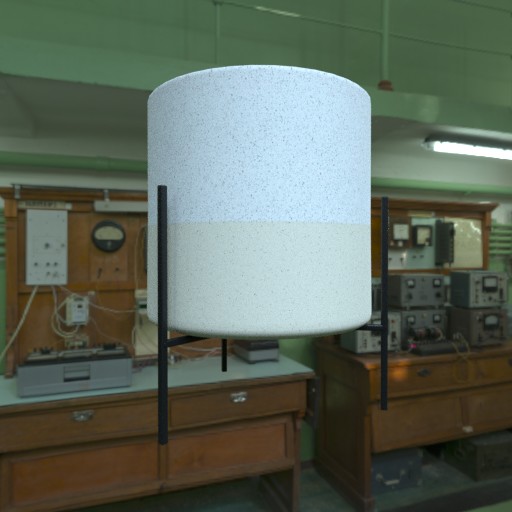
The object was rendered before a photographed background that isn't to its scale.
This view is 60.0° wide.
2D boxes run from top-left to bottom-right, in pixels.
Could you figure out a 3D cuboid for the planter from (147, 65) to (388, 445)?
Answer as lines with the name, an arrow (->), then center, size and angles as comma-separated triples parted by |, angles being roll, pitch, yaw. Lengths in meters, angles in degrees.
planter -> 0.000, 0.000, 0.647 | 0.313, 0.423, 0.335 | 0, 1, -21
